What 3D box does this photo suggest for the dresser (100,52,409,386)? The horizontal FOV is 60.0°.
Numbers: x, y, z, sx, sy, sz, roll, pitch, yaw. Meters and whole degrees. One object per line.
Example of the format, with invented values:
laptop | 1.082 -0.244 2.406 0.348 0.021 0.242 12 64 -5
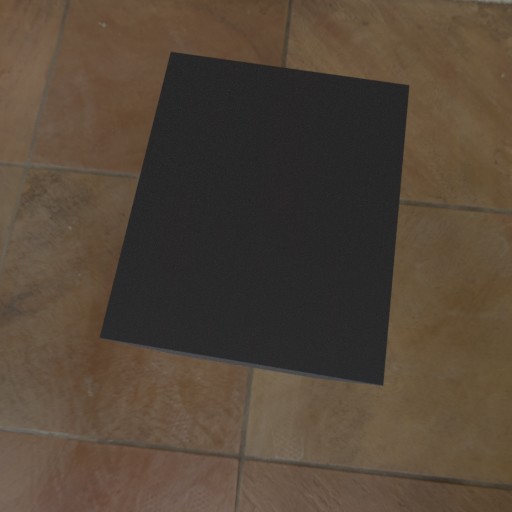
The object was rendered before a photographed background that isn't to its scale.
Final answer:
dresser | 0.000 0.000 0.834 0.360 0.560 0.400 9 76 2
